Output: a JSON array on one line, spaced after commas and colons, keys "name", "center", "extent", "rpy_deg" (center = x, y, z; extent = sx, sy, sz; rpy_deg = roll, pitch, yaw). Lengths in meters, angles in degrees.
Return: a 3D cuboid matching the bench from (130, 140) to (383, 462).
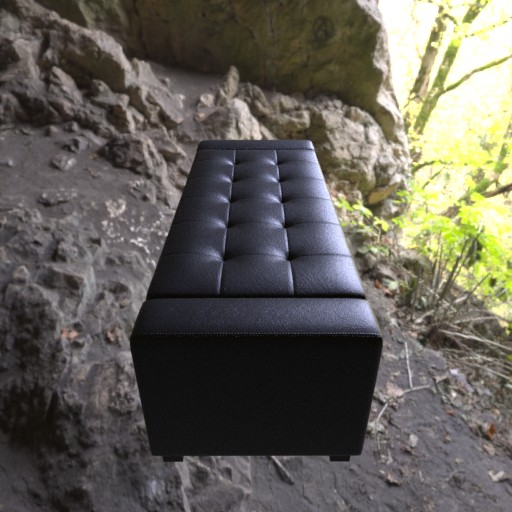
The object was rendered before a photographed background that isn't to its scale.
[{"name": "bench", "center": [0.000, 0.000, 1.515], "extent": [0.508, 0.445, 1.296], "rpy_deg": [0, 31, 0]}]
